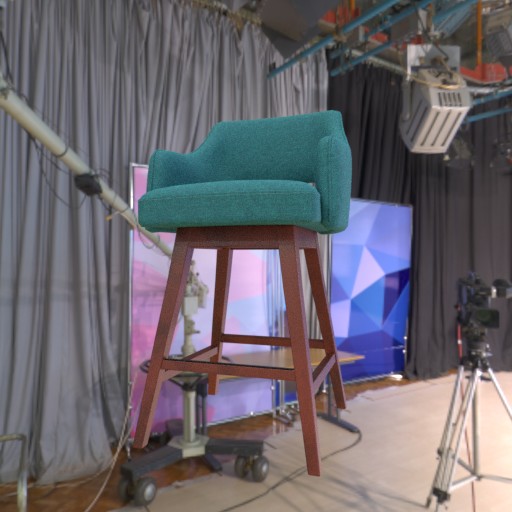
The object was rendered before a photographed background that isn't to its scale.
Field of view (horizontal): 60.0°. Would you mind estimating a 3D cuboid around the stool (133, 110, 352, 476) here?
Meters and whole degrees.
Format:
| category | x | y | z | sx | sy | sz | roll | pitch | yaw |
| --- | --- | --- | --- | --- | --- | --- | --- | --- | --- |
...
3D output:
| category | x | y | z | sx | sy | sz | roll | pitch | yaw |
| --- | --- | --- | --- | --- | --- | --- | --- | --- | --- |
| stool | 0.000 | 0.000 | 1.293 | 0.548 | 0.961 | 0.556 | 0 | 0 | 18 |
